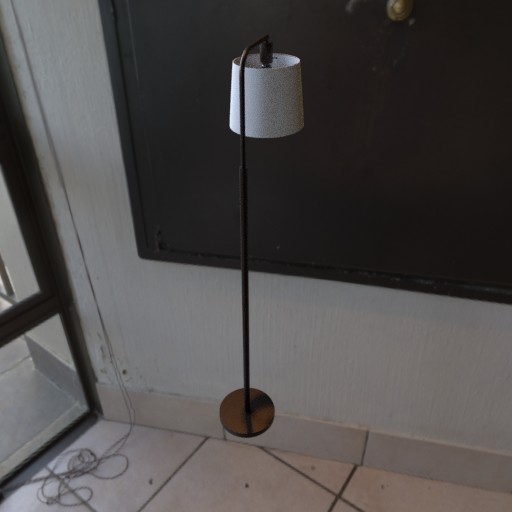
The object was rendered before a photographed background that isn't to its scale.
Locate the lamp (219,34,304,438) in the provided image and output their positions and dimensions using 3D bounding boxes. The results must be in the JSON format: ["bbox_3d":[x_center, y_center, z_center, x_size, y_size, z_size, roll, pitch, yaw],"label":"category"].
[{"bbox_3d":[0.000,0.000,1.667,0.254,1.478,0.508,9,33,15],"label":"lamp"}]
